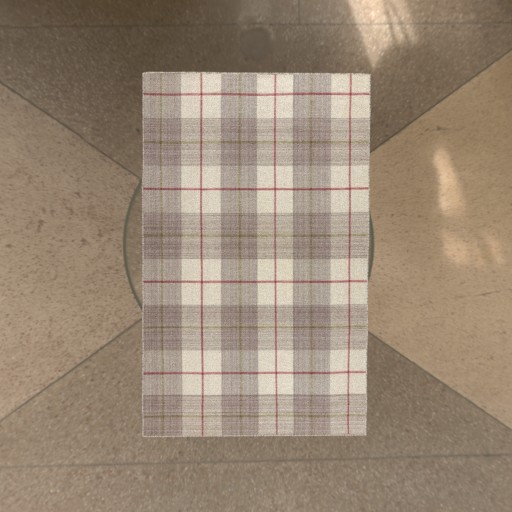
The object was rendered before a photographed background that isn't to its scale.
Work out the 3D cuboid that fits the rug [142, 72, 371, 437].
[{"bbox_3d":[0.000,0.000,3.002,1.549,0.010,2.464,0,91,-1],"label":"rug"}]
